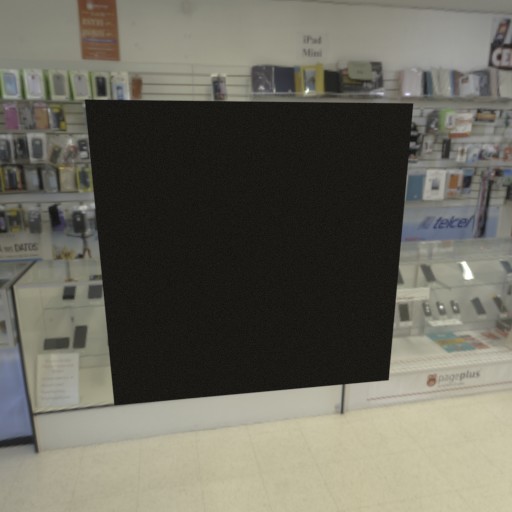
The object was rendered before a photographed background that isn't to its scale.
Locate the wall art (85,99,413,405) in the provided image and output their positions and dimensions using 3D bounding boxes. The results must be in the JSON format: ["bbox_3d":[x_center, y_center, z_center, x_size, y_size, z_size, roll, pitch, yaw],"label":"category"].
[{"bbox_3d":[0.000,0.000,0.465,0.308,0.305,0.030,-2,16,-9],"label":"wall art"}]
